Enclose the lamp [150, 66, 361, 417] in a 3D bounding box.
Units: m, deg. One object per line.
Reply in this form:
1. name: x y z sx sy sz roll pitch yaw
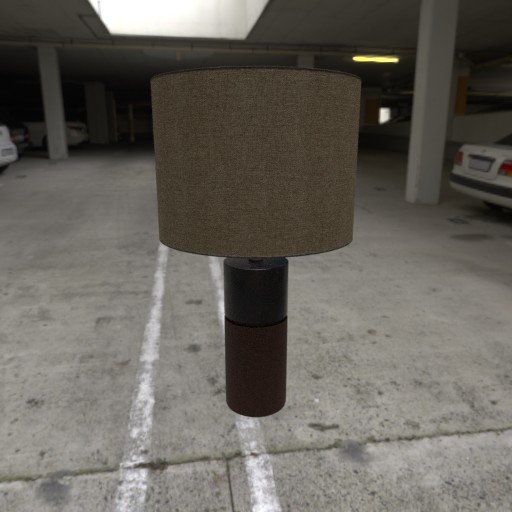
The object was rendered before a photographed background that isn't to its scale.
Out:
1. lamp: 0.000 0.000 0.478 0.202 0.350 0.202 0 14 0
